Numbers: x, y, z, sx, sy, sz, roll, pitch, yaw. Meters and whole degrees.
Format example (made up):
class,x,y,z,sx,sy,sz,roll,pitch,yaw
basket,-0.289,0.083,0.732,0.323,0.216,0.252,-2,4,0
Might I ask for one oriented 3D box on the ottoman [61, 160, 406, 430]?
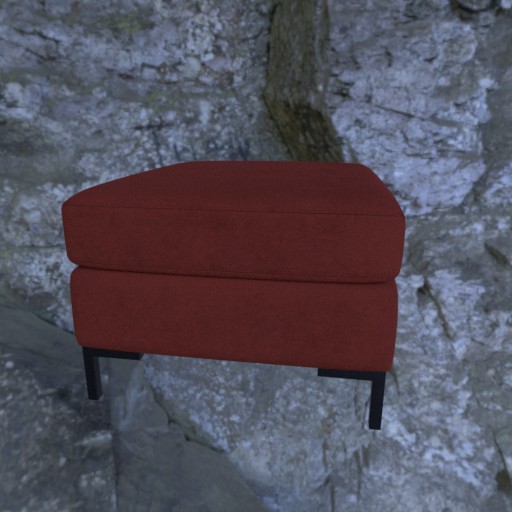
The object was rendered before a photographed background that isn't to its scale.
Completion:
class,x,y,z,sx,sy,sz,roll,pitch,yaw
ottoman,0.000,0.000,1.189,0.650,0.462,0.782,3,17,9
